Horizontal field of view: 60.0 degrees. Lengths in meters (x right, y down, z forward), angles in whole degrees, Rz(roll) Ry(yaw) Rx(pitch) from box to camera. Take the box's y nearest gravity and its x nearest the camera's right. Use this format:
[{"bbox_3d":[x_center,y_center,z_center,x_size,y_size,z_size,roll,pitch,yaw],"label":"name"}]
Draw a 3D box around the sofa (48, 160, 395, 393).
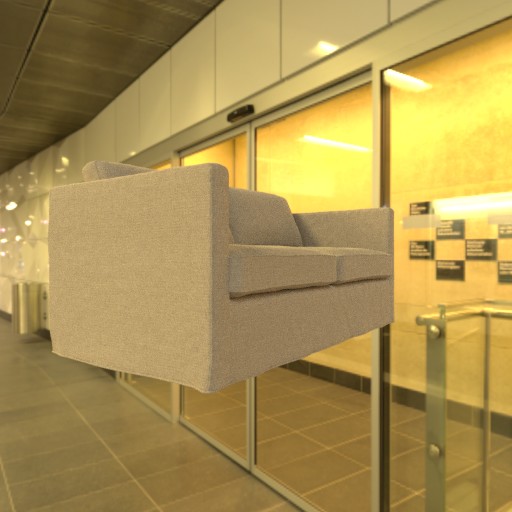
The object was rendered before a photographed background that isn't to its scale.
[{"bbox_3d":[0.000,0.000,2.311,0.956,0.828,1.766,0,0,35],"label":"sofa"}]
